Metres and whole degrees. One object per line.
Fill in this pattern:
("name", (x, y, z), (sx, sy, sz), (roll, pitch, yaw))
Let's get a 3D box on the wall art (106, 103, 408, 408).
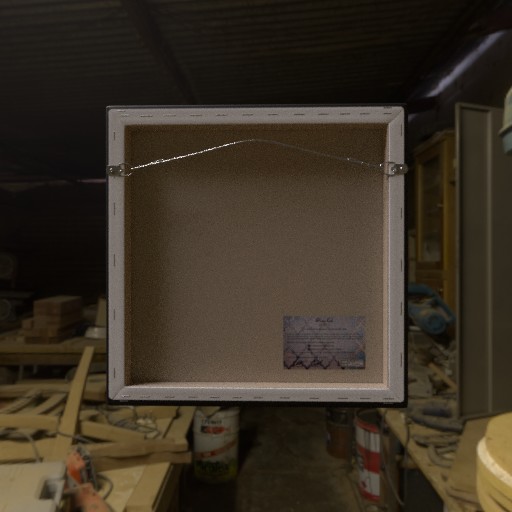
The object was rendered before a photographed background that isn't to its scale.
("wall art", (0.000, 0.000, 0.909), (0.610, 0.611, 0.043), (0, 0, 2))
